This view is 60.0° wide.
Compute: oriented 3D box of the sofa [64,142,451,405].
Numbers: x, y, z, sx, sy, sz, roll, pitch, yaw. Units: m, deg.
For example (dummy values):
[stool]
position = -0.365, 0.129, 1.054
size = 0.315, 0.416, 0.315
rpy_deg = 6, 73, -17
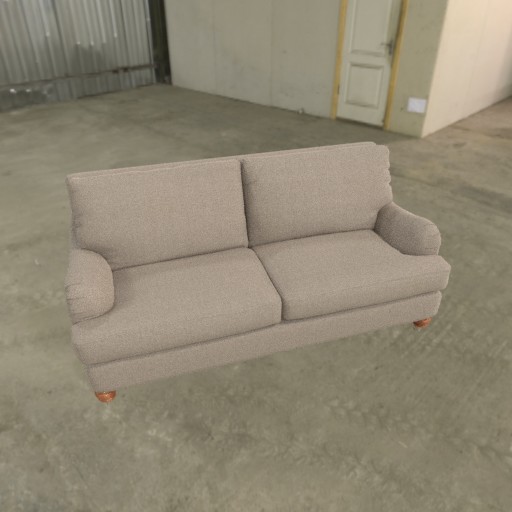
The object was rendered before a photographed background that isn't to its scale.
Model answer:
[sofa]
position = 0.000, 0.000, 2.758
size = 2.160, 1.054, 1.087
rpy_deg = -10, 34, -15
